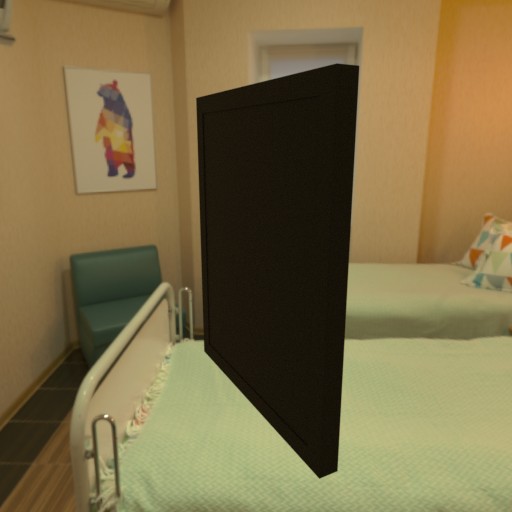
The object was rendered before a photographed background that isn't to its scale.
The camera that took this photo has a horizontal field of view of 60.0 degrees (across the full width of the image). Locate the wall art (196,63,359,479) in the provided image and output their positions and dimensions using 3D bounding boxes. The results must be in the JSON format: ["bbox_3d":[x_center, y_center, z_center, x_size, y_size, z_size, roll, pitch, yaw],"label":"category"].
[{"bbox_3d":[0.000,0.000,0.775,0.033,0.559,0.457,-7,16,-27],"label":"wall art"}]
